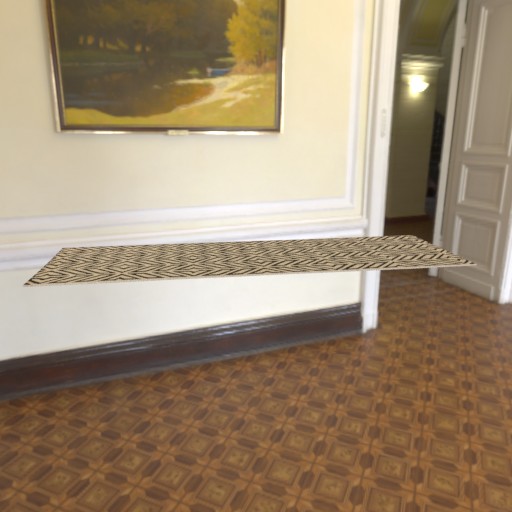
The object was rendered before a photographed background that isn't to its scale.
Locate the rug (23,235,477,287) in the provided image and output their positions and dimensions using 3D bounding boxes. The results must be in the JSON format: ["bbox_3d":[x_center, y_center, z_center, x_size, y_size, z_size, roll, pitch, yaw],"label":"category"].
[{"bbox_3d":[0.000,0.000,2.707,2.435,0.009,0.750,-2,16,-8],"label":"rug"}]
